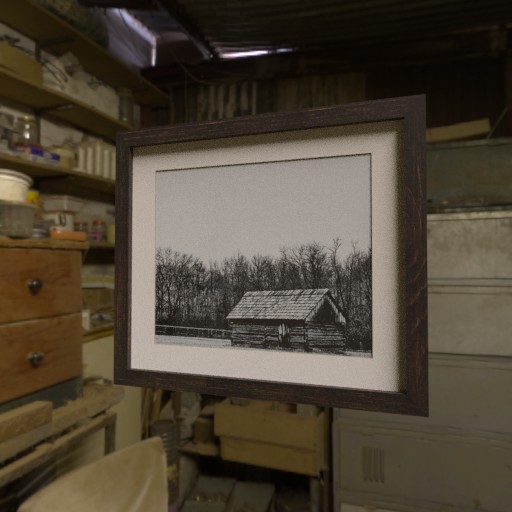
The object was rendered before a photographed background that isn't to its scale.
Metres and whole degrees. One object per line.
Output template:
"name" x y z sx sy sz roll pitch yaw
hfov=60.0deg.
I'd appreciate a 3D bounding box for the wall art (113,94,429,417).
"wall art" 0.000 0.000 0.530 0.381 0.330 0.031 0 -2 19
